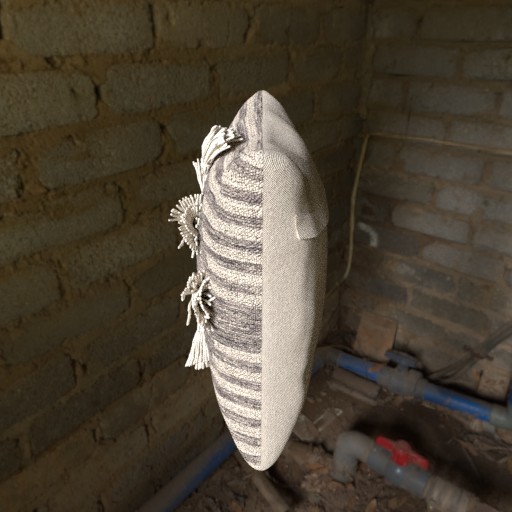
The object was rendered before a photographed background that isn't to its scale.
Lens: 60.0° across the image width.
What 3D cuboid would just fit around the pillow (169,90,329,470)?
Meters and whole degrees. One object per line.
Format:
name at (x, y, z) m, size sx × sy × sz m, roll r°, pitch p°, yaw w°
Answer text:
pillow at (0.000, 0.000, 0.772) m, size 0.234 × 0.490 × 0.484 m, roll 0°, pitch 27°, yaw 1°
